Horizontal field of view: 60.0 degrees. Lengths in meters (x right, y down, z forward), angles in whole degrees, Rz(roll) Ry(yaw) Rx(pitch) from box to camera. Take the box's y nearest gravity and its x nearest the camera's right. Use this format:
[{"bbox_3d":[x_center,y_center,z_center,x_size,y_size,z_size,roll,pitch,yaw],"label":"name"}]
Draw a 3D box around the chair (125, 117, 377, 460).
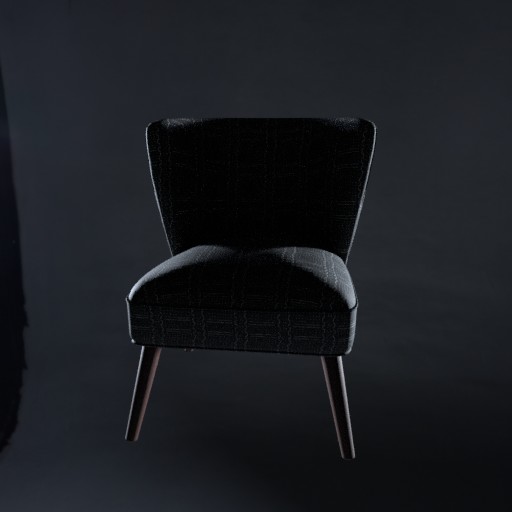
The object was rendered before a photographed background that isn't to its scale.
[{"bbox_3d":[0.000,0.000,1.407,0.710,0.866,0.758,2,15,7],"label":"chair"}]
